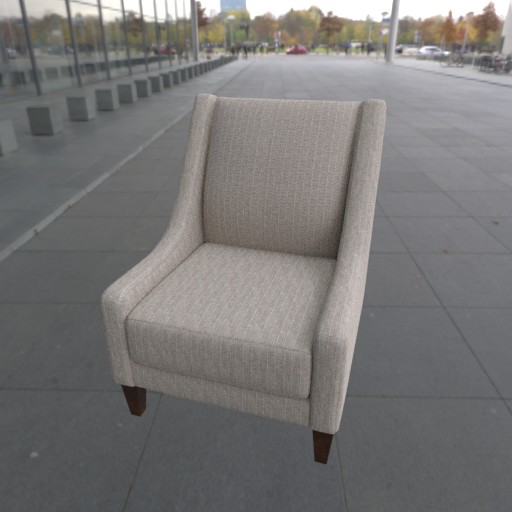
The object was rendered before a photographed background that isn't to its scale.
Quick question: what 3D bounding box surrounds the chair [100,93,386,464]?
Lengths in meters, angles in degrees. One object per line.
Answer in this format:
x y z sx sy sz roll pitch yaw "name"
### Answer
0.000 0.000 1.594 0.774 1.014 0.870 8 27 16 "chair"
